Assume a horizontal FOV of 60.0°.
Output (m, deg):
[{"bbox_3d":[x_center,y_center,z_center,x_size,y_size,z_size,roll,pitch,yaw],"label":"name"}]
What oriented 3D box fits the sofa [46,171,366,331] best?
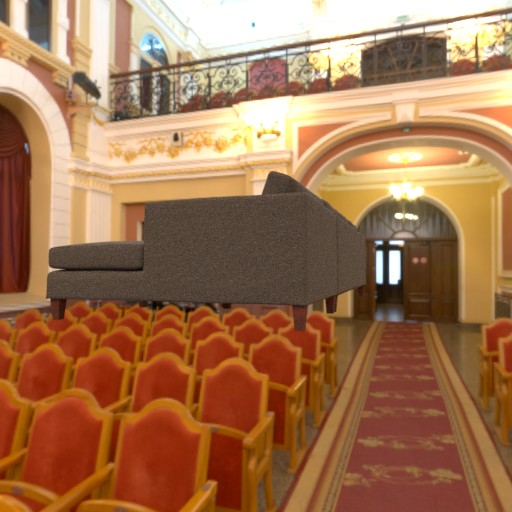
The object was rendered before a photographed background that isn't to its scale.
[{"bbox_3d":[0.000,0.000,3.923,1.625,0.846,3.186,-1,-2,19],"label":"sofa"}]
